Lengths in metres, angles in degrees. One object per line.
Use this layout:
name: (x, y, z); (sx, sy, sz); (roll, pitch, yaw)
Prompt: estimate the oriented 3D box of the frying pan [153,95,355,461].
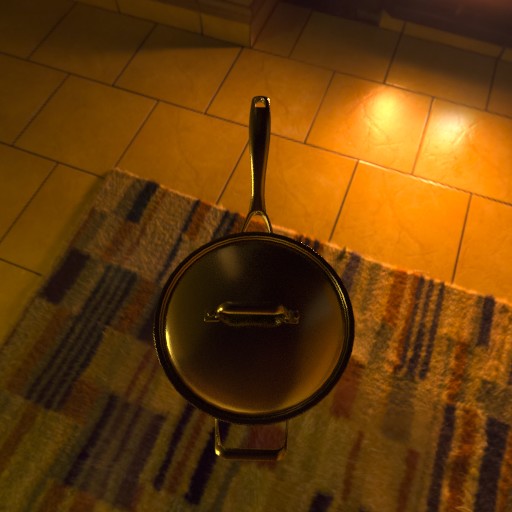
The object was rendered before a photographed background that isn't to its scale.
frying pan: (0.000, 0.000, 0.669); (0.280, 0.114, 0.561); (1, 64, 1)
